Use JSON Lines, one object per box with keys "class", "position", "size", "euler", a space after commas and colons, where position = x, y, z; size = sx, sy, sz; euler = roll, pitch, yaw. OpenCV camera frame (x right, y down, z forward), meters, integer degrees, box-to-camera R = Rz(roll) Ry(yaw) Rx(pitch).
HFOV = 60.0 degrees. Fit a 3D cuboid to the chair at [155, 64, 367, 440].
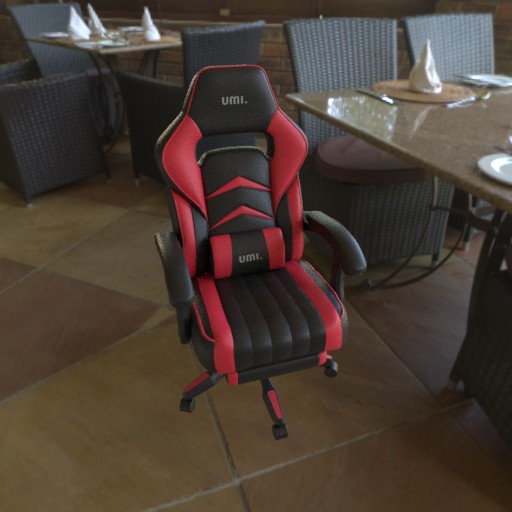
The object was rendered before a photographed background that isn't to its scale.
{"class": "chair", "position": [0.000, 0.000, 1.624], "size": [0.700, 1.220, 0.700], "euler": [-9, 33, -15]}
